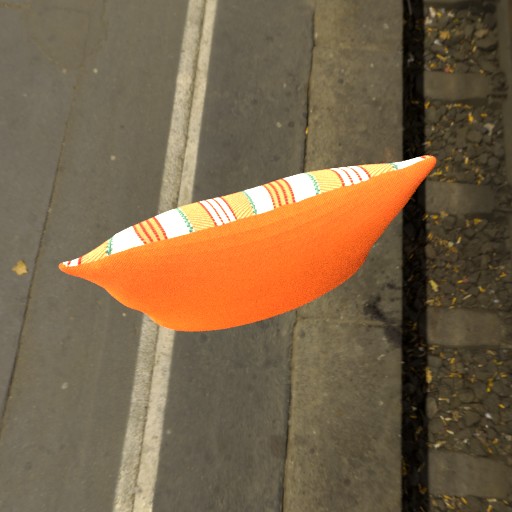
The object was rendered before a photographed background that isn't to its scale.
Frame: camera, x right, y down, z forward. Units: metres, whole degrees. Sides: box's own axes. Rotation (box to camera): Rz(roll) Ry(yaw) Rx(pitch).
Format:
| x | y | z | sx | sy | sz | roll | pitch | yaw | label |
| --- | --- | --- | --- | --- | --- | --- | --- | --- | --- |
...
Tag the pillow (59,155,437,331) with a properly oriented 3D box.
| x | y | z | sx | sy | sz | roll | pitch | yaw | label |
| --- | --- | --- | --- | --- | --- | --- | --- | --- | --- |
| 0.000 | 0.000 | 0.689 | 0.440 | 0.441 | 0.182 | -16 | 77 | -4 | pillow |
